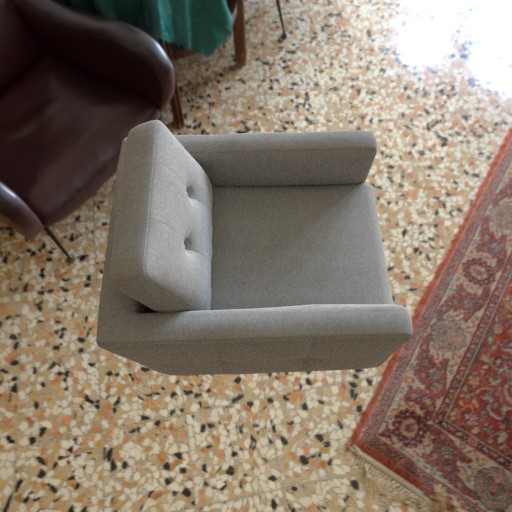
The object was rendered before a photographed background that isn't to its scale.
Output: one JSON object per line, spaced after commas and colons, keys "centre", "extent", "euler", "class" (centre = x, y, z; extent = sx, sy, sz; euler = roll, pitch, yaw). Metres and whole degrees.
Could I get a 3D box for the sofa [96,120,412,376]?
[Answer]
{"centre": [0.000, 0.000, 1.582], "extent": [0.920, 0.860, 0.770], "euler": [-2, 64, -1], "class": "sofa"}
